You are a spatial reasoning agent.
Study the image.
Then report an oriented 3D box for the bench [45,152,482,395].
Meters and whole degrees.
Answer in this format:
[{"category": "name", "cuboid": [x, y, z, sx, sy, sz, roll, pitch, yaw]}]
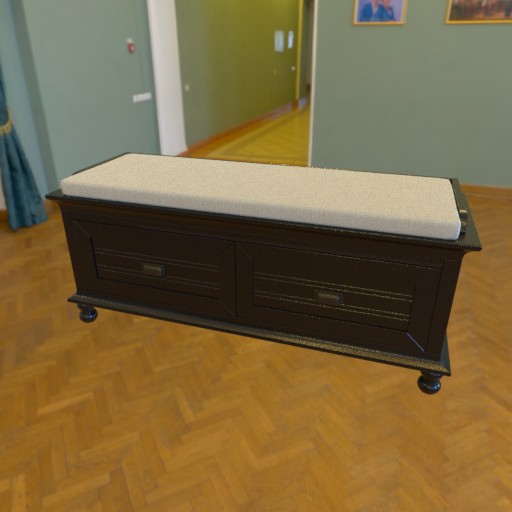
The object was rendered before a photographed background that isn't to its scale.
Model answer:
[{"category": "bench", "cuboid": [0.000, 0.000, 1.405, 1.185, 0.501, 0.402, 8, 27, 16]}]
